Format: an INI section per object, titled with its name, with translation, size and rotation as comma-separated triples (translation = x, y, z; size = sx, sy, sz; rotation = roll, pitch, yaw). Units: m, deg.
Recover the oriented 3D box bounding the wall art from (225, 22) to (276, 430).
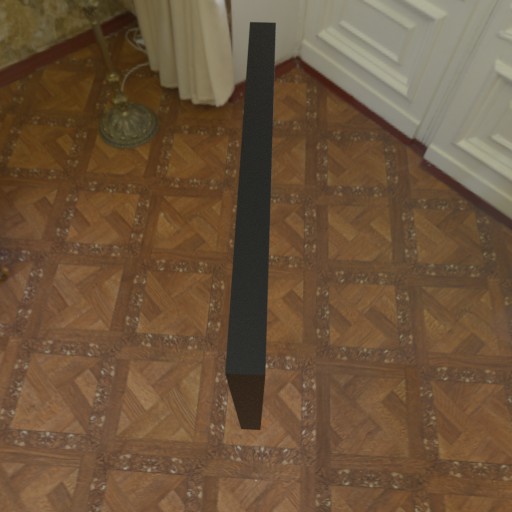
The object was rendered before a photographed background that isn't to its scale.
[wall art]
translation = 0.000, 0.000, 0.759
size = 0.038, 0.508, 0.508
rotation = 2, 63, 1
